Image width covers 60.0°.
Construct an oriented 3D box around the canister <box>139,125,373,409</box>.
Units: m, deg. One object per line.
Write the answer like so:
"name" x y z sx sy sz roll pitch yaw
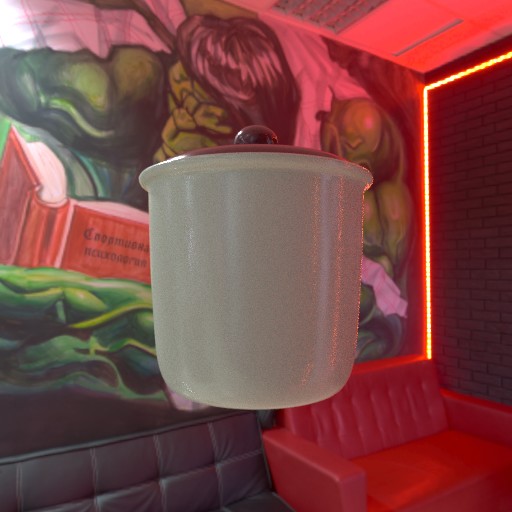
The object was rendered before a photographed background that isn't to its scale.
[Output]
"canister" 0.000 0.000 0.354 0.182 0.208 0.182 0 -2 0
